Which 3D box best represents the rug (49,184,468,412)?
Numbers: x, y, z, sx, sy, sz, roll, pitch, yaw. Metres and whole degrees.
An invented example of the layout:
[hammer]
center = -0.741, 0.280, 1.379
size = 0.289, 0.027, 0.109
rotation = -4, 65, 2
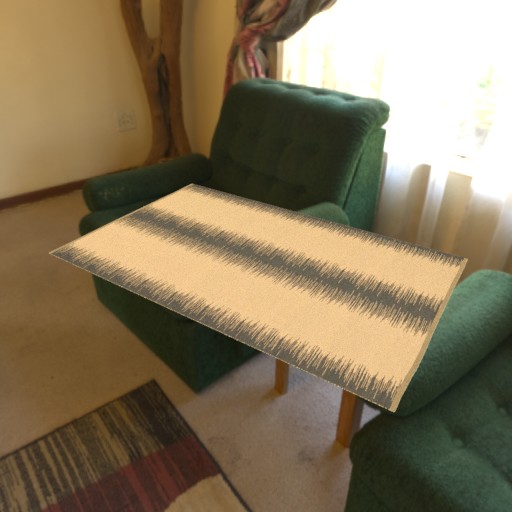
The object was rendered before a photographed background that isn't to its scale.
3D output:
[rug]
center = 0.000, 0.000, 3.034
size = 2.453, 0.003, 1.519
rotation = 19, 36, 28
